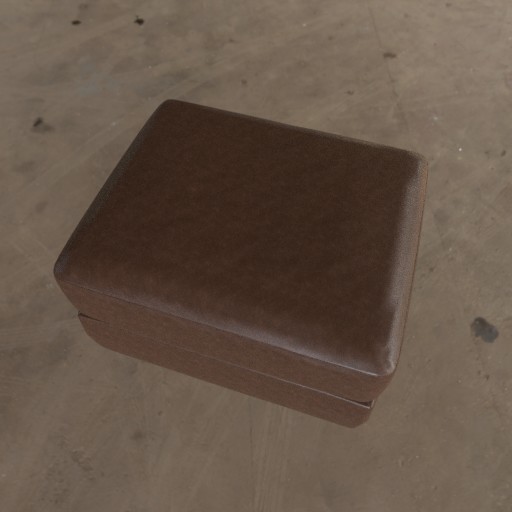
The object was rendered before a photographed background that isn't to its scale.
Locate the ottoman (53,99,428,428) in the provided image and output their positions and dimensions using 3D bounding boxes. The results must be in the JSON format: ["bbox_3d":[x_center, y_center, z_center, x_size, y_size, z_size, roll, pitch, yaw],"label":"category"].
[{"bbox_3d":[0.000,0.000,1.143,0.751,0.476,0.603,15,59,9],"label":"ottoman"}]
